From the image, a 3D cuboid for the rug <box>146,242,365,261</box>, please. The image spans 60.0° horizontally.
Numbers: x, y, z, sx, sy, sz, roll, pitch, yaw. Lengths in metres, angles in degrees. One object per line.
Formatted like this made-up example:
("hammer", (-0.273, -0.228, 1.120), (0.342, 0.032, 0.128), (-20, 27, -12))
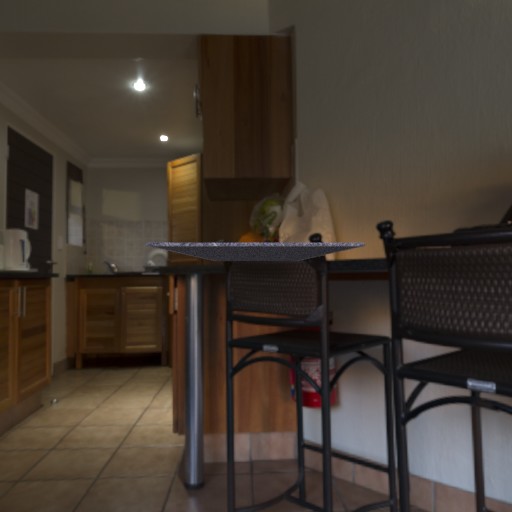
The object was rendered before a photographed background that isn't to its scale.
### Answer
("rug", (0.000, 0.000, 2.534), (0.691, 0.011, 2.296), (0, -2, 0))
